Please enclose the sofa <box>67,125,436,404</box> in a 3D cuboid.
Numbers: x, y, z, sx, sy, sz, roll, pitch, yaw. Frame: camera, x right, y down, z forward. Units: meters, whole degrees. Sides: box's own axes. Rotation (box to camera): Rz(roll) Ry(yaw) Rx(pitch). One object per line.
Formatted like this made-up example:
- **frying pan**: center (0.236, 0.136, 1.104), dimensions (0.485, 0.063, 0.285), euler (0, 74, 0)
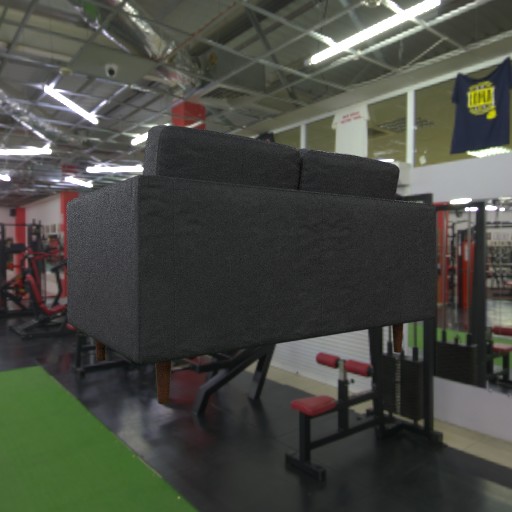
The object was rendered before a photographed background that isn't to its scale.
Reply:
- **sofa**: center (0.000, 0.000, 1.994), dimensions (1.430, 0.899, 0.879), euler (-1, 1, -36)
